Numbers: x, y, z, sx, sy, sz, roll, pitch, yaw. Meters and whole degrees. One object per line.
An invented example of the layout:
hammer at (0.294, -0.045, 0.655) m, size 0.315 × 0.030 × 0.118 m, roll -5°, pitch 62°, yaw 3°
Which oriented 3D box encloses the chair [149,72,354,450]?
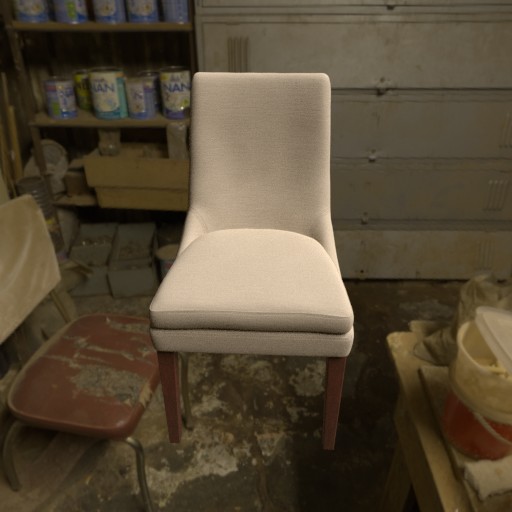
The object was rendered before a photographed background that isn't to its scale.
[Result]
chair at (0.000, 0.000, 1.321) m, size 0.515 × 0.940 × 0.638 m, roll 1°, pitch 31°, yaw 2°
